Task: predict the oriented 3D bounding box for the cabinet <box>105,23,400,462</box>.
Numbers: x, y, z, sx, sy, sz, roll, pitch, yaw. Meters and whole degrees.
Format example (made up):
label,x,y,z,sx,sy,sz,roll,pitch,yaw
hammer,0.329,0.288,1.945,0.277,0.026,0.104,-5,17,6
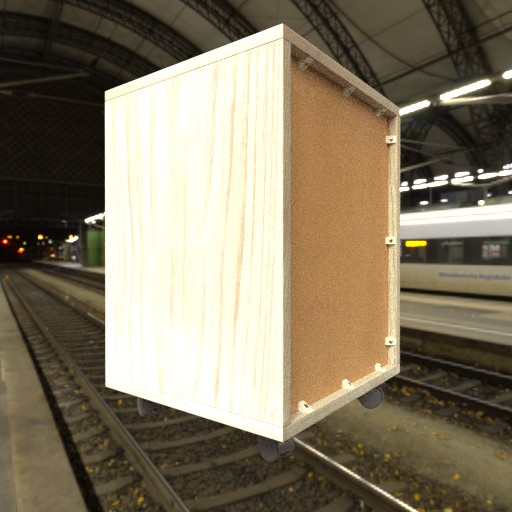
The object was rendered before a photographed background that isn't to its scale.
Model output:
label,x,y,z,sx,sy,sz,roll,pitch,yaw
cabinet,0.000,0.000,0.834,0.401,0.579,0.409,0,0,38
